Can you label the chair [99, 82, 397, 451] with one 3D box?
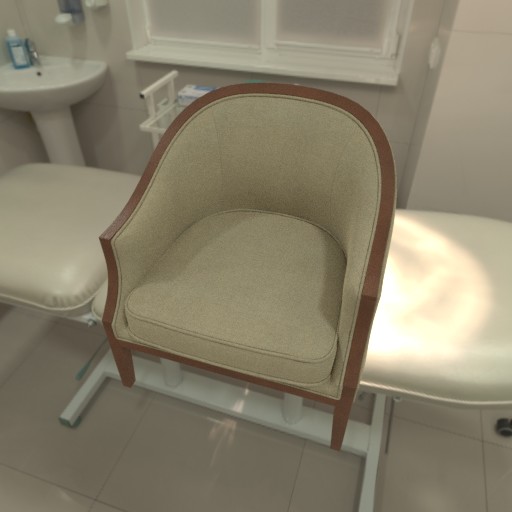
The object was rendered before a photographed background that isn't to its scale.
[{"bbox_3d":[0.000,0.000,1.445,0.803,0.876,0.735,12,41,14],"label":"chair"}]
